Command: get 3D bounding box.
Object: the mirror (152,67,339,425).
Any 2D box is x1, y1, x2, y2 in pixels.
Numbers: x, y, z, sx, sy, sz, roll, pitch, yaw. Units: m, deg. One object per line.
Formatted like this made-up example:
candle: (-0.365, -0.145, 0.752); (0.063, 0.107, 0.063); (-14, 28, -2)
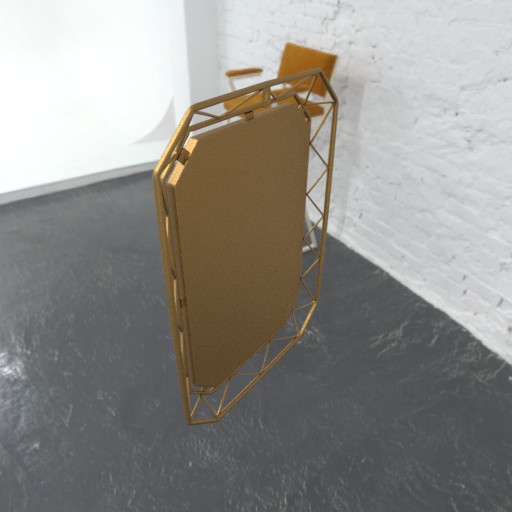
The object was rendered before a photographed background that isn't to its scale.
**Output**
mirror: (0.000, 0.000, 0.749); (0.042, 0.566, 0.417); (23, 40, 31)
